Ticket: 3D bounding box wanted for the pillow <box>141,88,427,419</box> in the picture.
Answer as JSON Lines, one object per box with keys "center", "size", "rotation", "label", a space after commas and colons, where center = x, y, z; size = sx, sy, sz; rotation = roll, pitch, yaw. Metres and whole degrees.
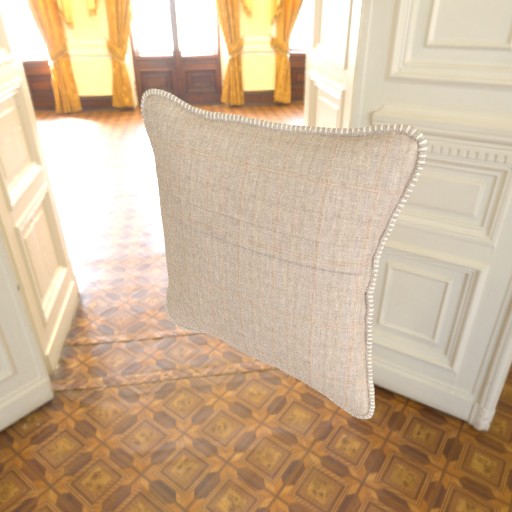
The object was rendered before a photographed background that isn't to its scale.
{"center": [0.000, 0.000, 0.743], "size": [0.485, 0.494, 0.124], "rotation": [20, 35, 30], "label": "pillow"}
